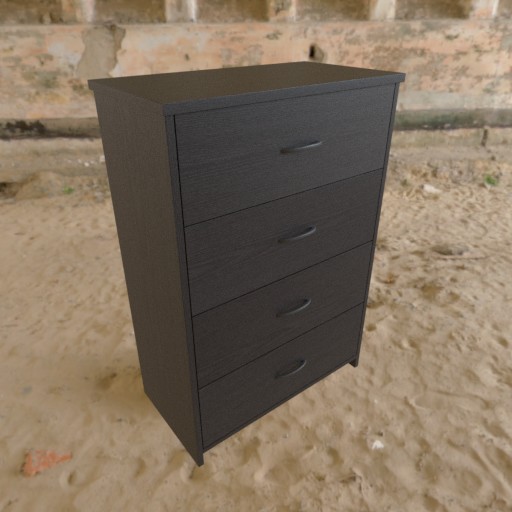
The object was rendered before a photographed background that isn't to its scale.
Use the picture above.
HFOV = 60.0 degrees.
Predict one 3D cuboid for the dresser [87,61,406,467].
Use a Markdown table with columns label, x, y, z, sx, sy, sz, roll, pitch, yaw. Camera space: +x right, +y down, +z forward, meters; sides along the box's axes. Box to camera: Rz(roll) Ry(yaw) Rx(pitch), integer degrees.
| label | x | y | z | sx | sy | sz | roll | pitch | yaw |
| --- | --- | --- | --- | --- | --- | --- | --- | --- | --- |
| dresser | 0.000 | 0.000 | 1.349 | 0.704 | 1.020 | 0.399 | -21 | 35 | -32 |
